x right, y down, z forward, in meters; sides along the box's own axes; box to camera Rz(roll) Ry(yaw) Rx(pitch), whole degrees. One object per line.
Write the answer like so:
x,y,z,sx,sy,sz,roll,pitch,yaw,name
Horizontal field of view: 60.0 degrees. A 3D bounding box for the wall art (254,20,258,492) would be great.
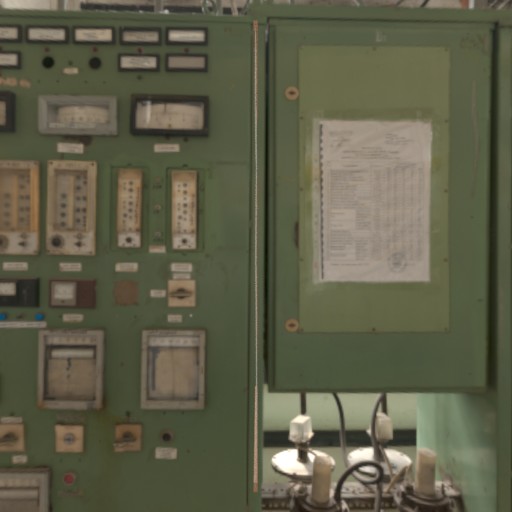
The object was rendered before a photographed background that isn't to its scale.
0.000,0.000,1.940,0.019,1.527,1.019,0,1,0,wall art
